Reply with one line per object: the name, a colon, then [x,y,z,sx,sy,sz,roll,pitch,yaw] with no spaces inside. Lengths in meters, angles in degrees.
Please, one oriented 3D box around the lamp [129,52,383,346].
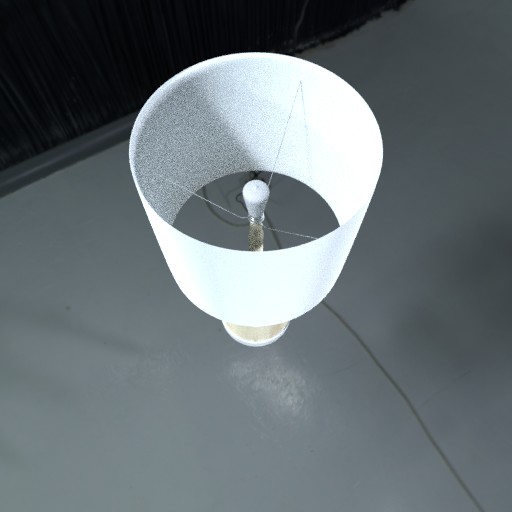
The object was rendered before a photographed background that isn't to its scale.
lamp: [0.000,0.000,0.609,0.229,0.470,0.229,-32,68,-15]
